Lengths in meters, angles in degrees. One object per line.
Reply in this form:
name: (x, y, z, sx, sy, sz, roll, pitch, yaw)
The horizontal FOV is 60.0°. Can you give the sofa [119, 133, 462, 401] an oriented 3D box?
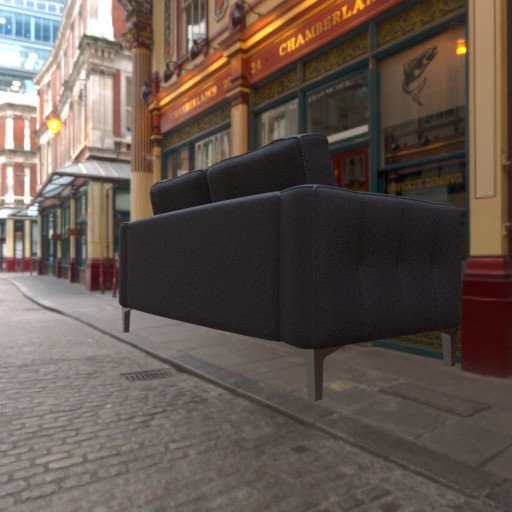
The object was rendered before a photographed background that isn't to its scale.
sofa: (0.000, 0.000, 2.213, 0.833, 0.893, 1.726, 1, -1, -36)
